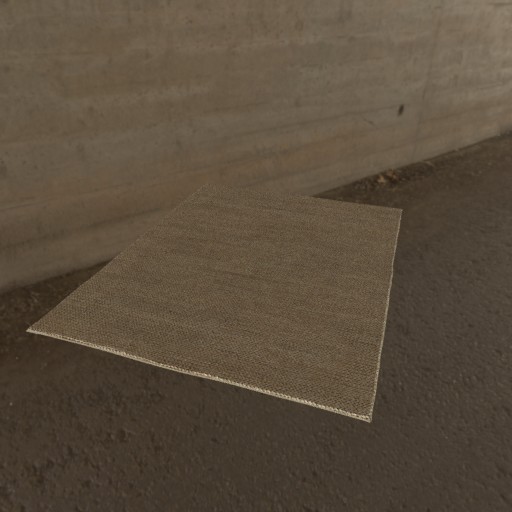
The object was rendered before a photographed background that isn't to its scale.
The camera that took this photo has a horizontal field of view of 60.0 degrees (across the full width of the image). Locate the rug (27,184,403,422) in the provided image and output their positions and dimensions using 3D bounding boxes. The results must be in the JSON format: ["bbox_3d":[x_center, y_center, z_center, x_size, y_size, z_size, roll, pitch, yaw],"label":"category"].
[{"bbox_3d":[0.000,0.000,4.072,2.429,0.030,3.052,10,32,16],"label":"rug"}]
